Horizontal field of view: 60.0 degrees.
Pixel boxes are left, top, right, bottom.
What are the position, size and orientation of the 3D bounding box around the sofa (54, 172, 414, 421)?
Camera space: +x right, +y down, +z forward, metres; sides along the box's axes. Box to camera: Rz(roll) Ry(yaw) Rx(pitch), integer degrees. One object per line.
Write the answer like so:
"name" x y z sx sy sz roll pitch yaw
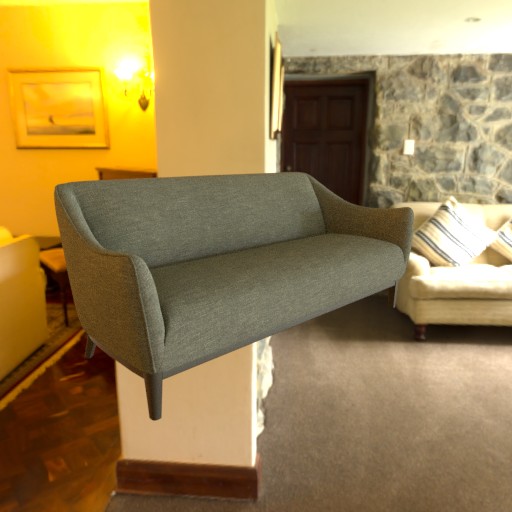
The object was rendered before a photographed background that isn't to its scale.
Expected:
"sofa" 0.000 0.000 2.380 1.928 0.829 0.867 -12 18 -43
